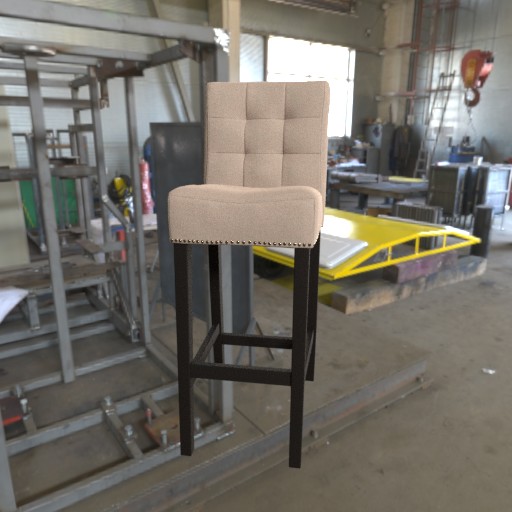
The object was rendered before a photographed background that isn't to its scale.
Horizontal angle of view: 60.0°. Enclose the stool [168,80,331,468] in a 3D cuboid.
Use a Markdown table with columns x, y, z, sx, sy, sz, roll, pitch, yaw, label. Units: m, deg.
| x | y | z | sx | sy | sz | roll | pitch | yaw | label |
| --- | --- | --- | --- | --- | --- | --- | --- | --- | --- |
| 0.000 | 0.000 | 1.356 | 0.411 | 1.047 | 0.548 | 2 | 16 | 9 | stool |
